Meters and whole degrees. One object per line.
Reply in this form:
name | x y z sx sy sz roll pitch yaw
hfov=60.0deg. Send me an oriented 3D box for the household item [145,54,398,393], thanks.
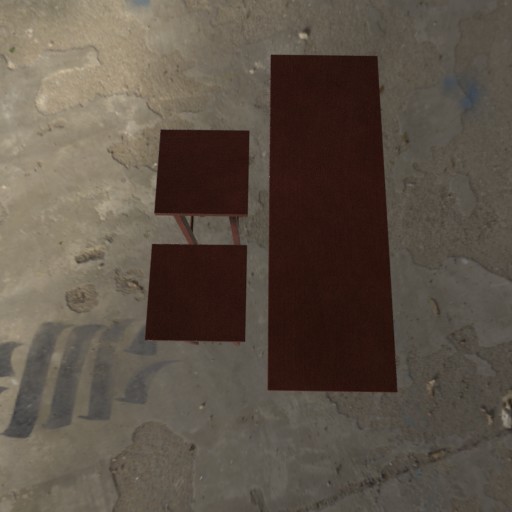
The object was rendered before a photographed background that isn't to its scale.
household item | 0.000 0.000 1.664 0.676 1.067 0.914 1 76 0
